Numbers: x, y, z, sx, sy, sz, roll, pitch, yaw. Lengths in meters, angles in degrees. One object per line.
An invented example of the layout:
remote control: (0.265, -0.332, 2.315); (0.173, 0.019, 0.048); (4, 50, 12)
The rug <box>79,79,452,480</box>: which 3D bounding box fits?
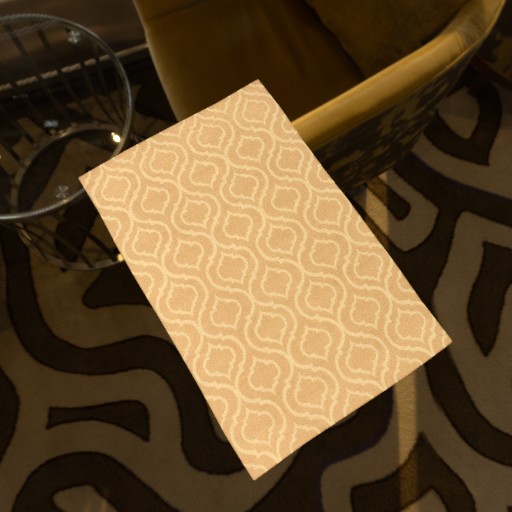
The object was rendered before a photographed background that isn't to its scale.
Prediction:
rug: (0.000, 0.000, 2.251); (1.152, 0.013, 1.761); (-32, 77, -8)
